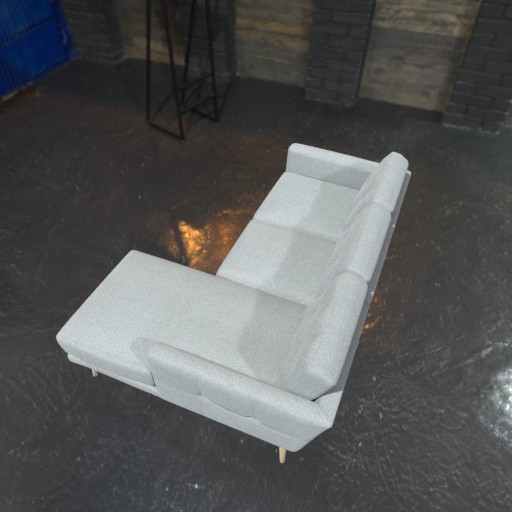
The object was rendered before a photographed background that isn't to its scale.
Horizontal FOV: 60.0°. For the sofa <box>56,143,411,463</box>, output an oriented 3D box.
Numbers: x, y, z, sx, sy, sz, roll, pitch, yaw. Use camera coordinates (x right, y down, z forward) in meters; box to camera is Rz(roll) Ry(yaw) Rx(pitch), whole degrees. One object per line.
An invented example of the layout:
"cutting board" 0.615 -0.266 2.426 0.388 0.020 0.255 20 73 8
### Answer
"sofa" 0.000 0.000 2.839 1.530 0.860 2.040 17 48 16
